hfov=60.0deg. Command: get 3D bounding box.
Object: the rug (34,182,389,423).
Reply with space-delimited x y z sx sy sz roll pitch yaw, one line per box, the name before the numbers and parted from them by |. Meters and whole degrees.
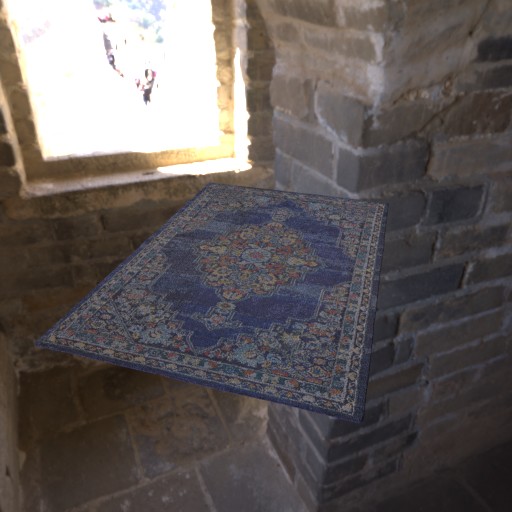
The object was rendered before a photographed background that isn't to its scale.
rug | 0.000 0.000 3.744 2.053 0.011 2.940 9 32 15
